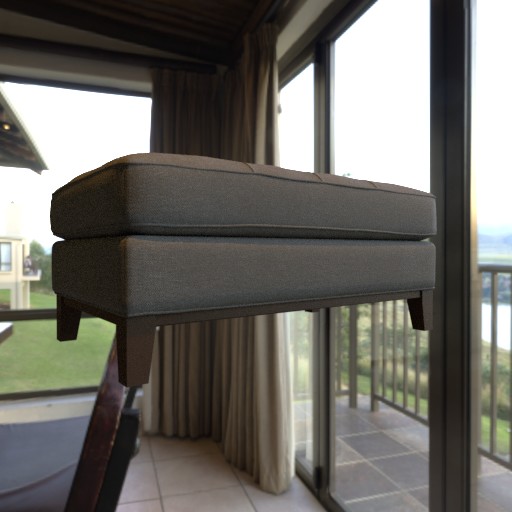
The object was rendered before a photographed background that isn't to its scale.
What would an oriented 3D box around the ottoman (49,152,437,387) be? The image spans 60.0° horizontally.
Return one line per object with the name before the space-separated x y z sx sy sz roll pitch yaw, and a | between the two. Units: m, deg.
ottoman | 0.000 0.000 1.454 1.143 0.514 0.648 -1 1 -37
